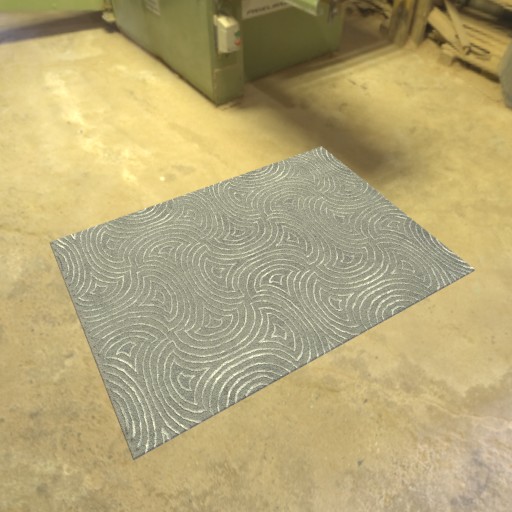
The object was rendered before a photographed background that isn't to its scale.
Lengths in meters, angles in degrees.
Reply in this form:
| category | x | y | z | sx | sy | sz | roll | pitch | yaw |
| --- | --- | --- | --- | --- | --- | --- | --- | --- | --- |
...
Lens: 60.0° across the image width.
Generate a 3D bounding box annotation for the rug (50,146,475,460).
| category | x | y | z | sx | sy | sz | roll | pitch | yaw |
| --- | --- | --- | --- | --- | --- | --- | --- | --- | --- |
| rug | 0.000 | 0.000 | 2.742 | 2.144 | 0.015 | 1.543 | -23 | 51 | -20 |
